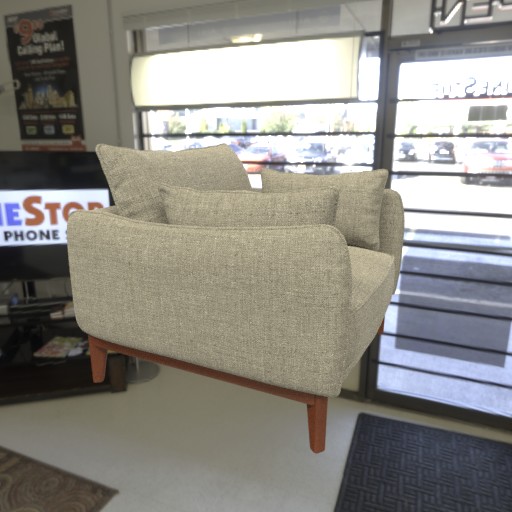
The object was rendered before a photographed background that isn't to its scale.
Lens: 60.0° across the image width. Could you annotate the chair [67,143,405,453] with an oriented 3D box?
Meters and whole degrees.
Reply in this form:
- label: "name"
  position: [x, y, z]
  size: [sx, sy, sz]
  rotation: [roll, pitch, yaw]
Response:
- label: "chair"
  position: [0.000, 0.000, 1.696]
  size: [0.976, 0.839, 0.993]
  rotation: [7, 17, 25]
